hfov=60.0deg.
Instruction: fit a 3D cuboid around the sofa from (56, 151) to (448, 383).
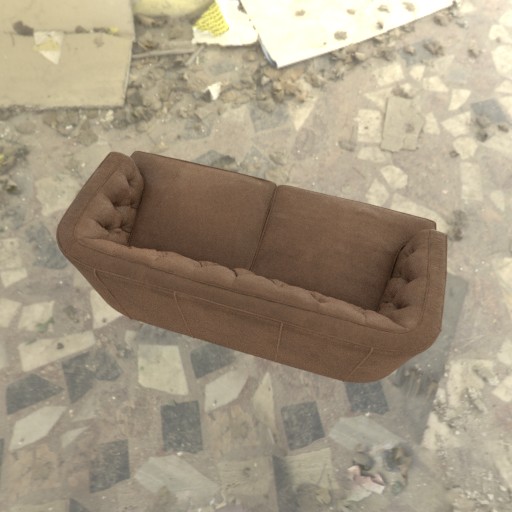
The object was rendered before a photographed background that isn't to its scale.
[{"bbox_3d":[0.000,0.000,2.326,1.767,0.799,0.917,15,65,7],"label":"sofa"}]
